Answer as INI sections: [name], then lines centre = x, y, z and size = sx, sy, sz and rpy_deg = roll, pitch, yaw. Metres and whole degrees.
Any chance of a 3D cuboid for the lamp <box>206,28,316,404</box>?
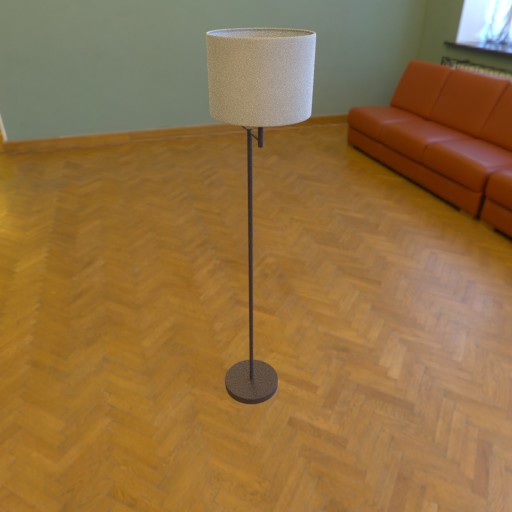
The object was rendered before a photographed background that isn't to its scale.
[lamp]
centre = 0.000, 0.000, 1.762
size = 0.324, 1.600, 0.416
rpy_deg = -10, 33, -16
